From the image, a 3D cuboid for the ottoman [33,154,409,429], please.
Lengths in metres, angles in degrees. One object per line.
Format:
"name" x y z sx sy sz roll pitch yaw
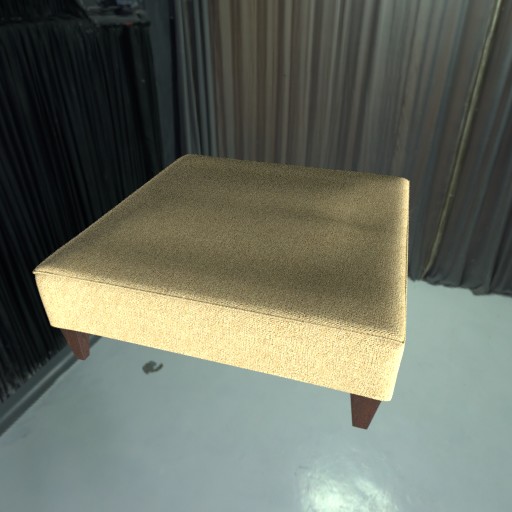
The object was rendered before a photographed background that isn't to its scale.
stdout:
"ottoman" 0.000 0.000 1.533 0.970 0.378 0.981 9 33 14
